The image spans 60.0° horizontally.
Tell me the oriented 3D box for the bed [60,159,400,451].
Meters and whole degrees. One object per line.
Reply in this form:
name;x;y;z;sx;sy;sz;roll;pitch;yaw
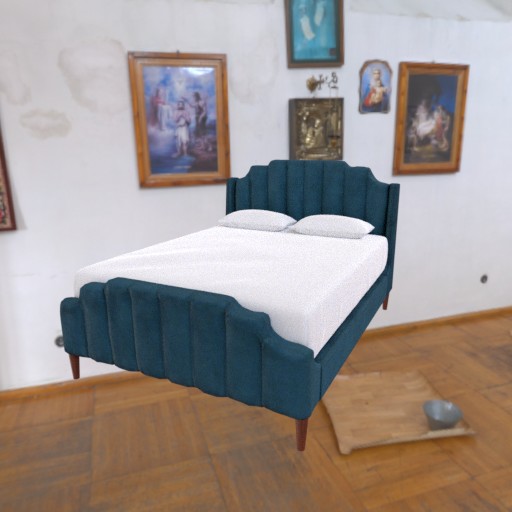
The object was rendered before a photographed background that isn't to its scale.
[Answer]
bed;0.000;0.000;3.344;1.676;1.351;2.322;7;16;26
